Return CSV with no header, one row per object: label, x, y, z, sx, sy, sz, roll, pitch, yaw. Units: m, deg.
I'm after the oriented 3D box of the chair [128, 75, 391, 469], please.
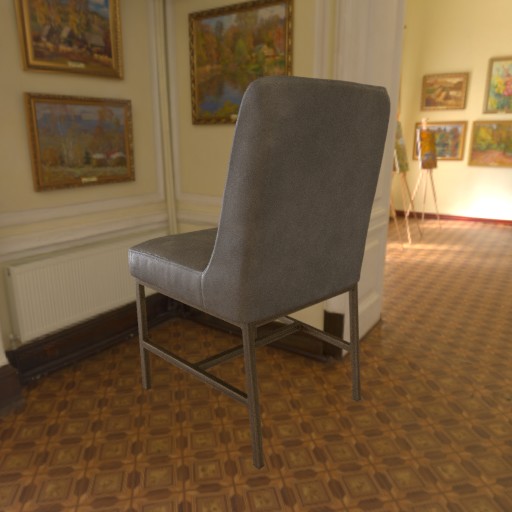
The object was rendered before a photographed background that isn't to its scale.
chair,0.000,0.000,1.260,0.508,0.889,0.587,-14,20,-41
